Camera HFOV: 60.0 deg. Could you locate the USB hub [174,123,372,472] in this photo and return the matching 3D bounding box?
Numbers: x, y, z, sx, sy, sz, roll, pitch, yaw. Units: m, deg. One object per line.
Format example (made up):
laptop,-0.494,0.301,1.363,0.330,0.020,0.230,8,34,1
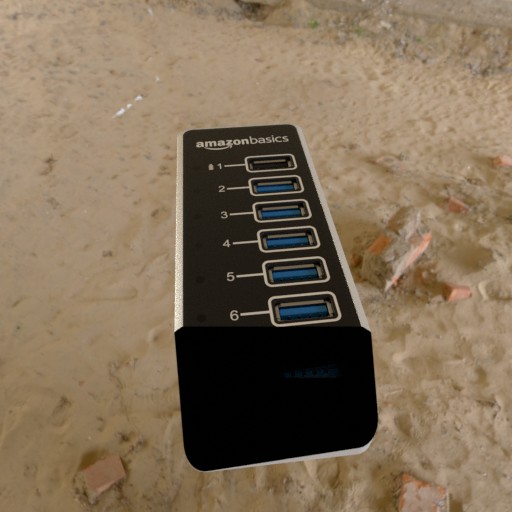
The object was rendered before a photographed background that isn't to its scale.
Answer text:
USB hub,0.000,0.000,0.131,0.044,0.023,0.110,-5,47,-4
